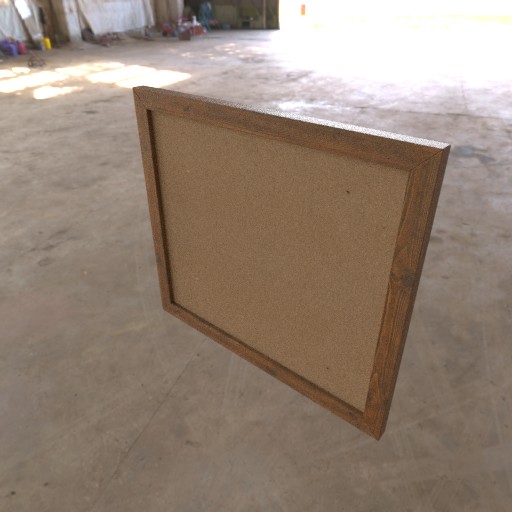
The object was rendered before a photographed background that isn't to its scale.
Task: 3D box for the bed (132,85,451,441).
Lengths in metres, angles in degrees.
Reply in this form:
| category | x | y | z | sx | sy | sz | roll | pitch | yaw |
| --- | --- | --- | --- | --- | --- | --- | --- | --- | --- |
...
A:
| category | x | y | z | sx | sy | sz | roll | pitch | yaw |
| --- | --- | --- | --- | --- | --- | --- | --- | --- | --- |
| bed | 0.000 | 0.000 | 1.459 | 1.046 | 0.942 | 0.046 | 23 | 38 | 33 |
